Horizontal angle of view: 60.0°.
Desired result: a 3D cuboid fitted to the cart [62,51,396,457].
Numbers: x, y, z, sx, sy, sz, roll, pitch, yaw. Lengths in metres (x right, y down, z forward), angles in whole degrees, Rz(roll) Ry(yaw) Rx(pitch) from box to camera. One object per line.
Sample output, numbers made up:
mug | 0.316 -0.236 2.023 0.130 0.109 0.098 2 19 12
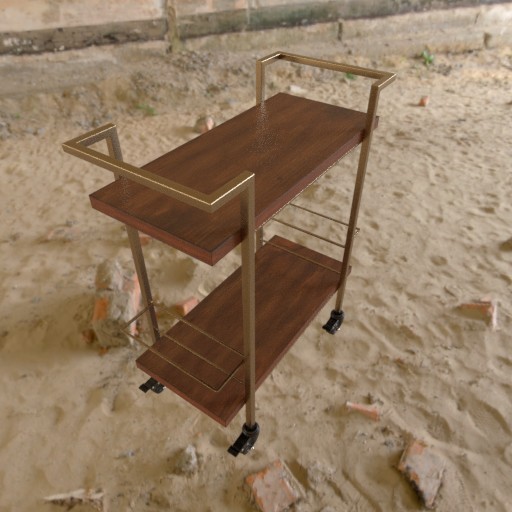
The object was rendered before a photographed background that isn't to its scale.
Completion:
cart | 0.000 0.000 1.157 0.364 0.807 0.695 24 45 26
